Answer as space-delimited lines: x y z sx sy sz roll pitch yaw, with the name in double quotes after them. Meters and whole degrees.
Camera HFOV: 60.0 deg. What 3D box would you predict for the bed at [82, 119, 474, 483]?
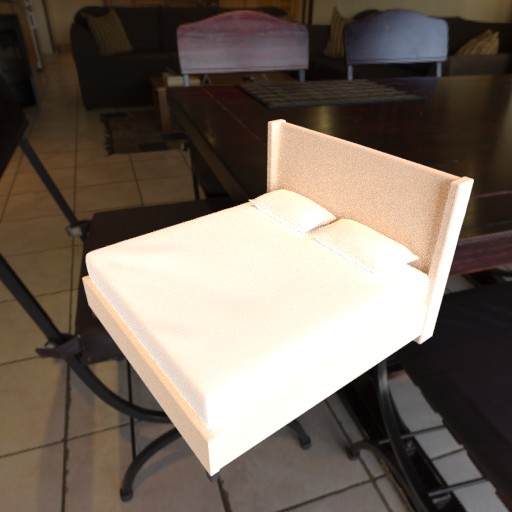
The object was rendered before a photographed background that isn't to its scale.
0.000 0.000 3.668 2.293 1.471 2.145 -21 37 -31 "bed"
